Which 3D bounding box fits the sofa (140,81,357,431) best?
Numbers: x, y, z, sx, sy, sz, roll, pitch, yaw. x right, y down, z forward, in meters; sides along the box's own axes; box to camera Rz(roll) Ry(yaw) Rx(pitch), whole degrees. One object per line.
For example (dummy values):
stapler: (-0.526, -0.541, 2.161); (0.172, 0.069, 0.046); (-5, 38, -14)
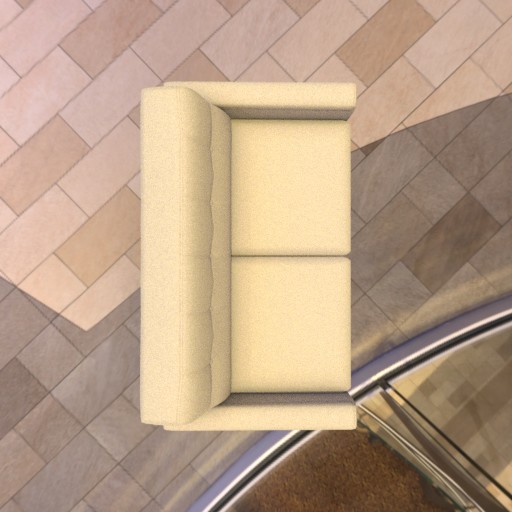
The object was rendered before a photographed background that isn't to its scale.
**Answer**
sofa: (0.000, 0.000, 2.244); (0.980, 0.892, 1.655); (0, 90, -1)
